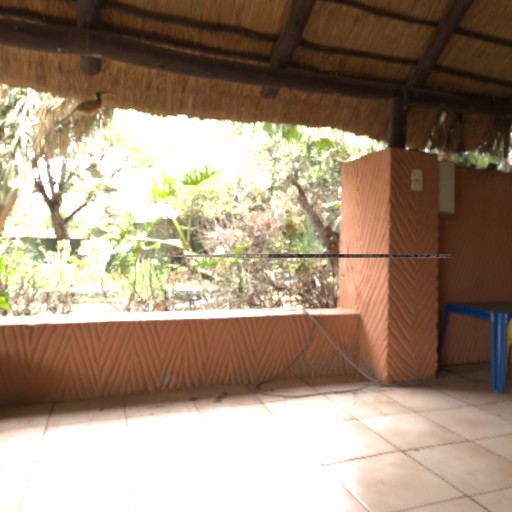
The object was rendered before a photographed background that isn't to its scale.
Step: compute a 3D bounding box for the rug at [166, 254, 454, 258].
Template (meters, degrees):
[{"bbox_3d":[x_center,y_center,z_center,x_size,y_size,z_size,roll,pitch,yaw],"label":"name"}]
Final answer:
[{"bbox_3d":[0.000,0.000,2.541,0.719,0.013,2.305,0,0,-19],"label":"rug"}]
